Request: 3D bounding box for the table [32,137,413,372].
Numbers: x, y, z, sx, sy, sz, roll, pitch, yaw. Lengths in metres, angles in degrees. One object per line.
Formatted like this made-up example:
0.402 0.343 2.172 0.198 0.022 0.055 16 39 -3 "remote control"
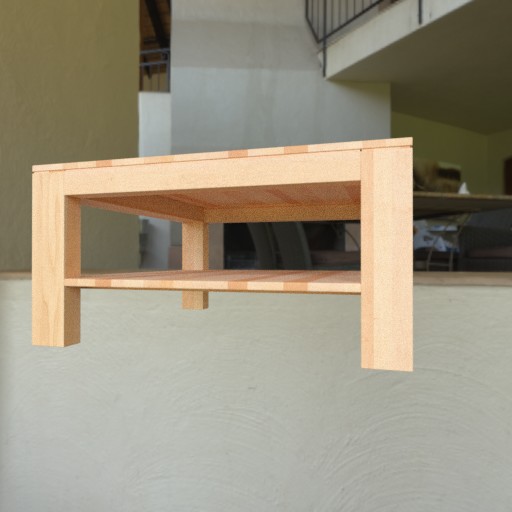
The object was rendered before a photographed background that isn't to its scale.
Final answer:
0.000 0.000 1.410 0.900 0.450 0.900 0 0 17 "table"
